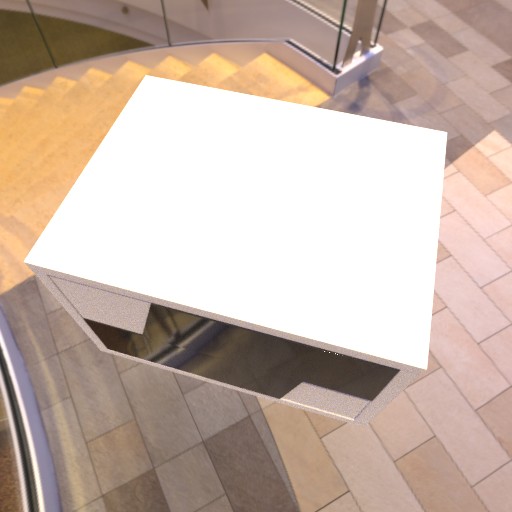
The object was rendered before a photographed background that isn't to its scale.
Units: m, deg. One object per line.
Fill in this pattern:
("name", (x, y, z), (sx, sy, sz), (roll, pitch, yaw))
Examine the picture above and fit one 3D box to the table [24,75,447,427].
("table", (0.000, 0.000, 0.791), (0.517, 0.357, 0.399), (14, 59, 8))
